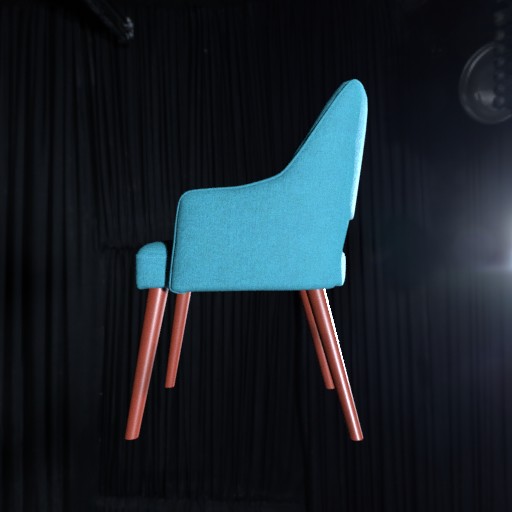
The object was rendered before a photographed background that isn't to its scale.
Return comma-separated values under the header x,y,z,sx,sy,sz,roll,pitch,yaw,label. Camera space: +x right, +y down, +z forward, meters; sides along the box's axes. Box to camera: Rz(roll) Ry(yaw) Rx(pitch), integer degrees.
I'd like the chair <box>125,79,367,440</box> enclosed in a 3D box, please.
x,y,z,sx,sy,sz,roll,pitch,yaw,label
0.000,0.000,1.240,0.605,0.849,0.548,0,0,1,chair
